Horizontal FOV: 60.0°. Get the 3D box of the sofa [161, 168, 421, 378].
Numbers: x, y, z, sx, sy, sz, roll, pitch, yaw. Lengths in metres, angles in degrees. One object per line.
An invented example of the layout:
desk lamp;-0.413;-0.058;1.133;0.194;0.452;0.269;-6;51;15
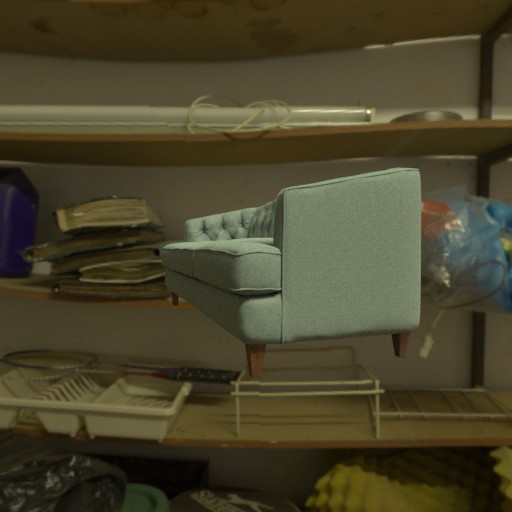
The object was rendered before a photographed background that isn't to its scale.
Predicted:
sofa;0.000;0.000;2.765;0.941;0.855;2.278;0;1;-18
